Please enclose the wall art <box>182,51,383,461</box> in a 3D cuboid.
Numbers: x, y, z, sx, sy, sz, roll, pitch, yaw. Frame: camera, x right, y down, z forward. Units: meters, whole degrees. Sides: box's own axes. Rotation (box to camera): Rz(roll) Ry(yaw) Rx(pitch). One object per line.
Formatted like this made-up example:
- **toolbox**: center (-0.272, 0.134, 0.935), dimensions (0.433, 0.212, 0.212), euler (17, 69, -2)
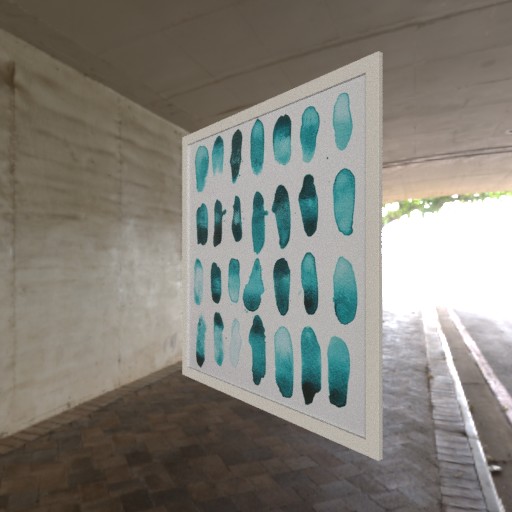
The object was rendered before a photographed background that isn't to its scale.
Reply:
- **wall art**: center (0.000, 0.000, 1.203), dimensions (0.013, 0.813, 0.812), euler (0, 0, -38)
